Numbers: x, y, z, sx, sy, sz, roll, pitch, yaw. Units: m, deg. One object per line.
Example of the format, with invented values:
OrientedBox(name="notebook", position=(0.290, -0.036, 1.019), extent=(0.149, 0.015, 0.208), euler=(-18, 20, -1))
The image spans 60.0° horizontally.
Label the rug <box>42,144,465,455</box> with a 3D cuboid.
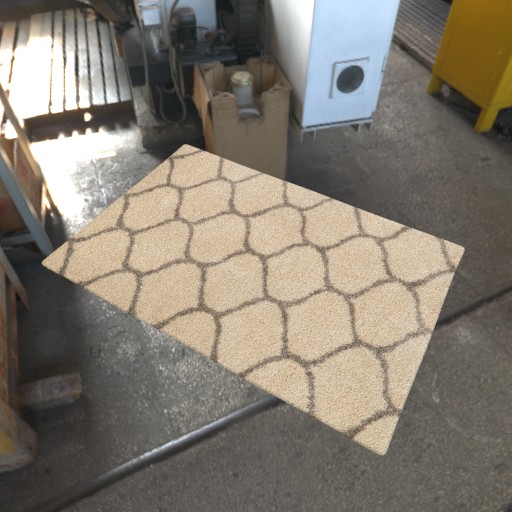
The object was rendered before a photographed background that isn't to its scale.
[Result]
OrientedBox(name="rug", position=(0.000, 0.000, 3.382), extent=(2.701, 0.026, 1.801), euler=(24, 53, 20))
